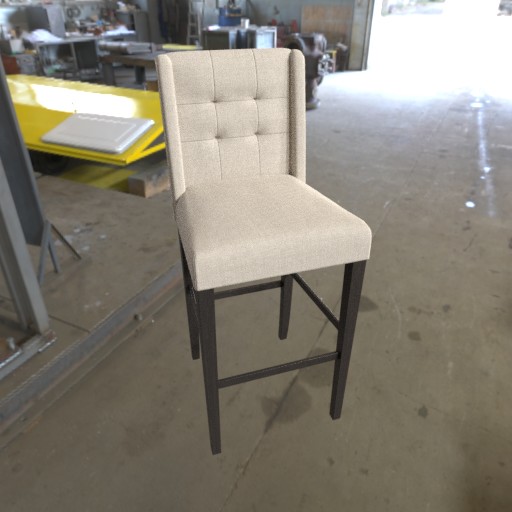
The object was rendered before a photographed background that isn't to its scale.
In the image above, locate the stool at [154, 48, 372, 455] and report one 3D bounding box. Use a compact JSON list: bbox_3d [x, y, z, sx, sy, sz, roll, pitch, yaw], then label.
[{"bbox_3d":[0.000,0.000,1.370,0.474,1.116,0.509,-10,32,-16],"label":"stool"}]
